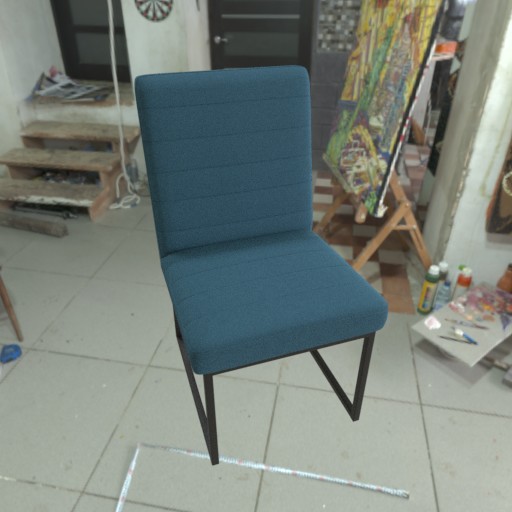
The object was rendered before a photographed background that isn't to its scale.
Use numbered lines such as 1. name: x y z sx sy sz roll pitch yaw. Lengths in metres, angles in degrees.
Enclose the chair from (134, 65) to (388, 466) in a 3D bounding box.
1. chair: 0.000 0.000 1.287 0.520 0.930 0.634 -10 34 -16
